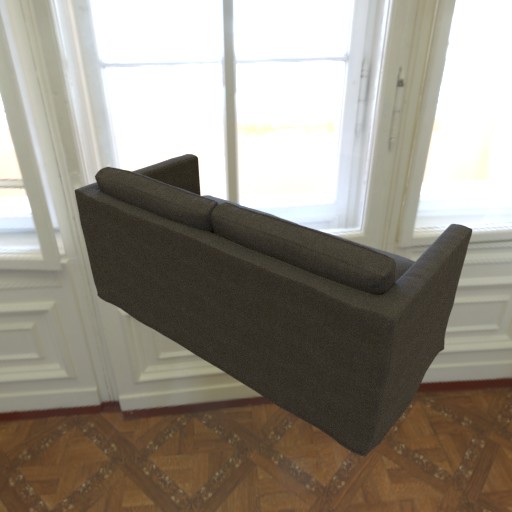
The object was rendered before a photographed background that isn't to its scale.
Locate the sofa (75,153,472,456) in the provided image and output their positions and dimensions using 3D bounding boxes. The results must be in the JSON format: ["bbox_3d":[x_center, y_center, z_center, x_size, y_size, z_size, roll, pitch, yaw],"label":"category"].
[{"bbox_3d":[0.000,0.000,2.474,1.982,0.855,0.953,22,36,33],"label":"sofa"}]
